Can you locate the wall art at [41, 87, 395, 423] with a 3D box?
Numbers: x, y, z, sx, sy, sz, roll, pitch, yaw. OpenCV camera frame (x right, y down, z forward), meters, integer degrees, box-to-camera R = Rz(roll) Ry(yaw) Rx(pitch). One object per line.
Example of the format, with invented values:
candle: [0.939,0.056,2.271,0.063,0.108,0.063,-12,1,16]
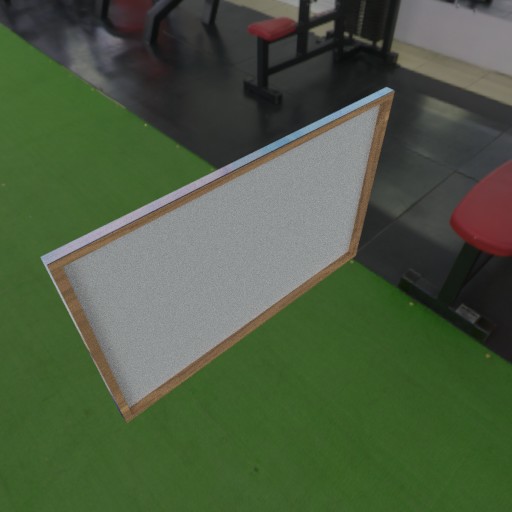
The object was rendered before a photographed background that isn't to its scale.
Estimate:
wall art: [0.000,0.000,1.425,1.137,0.756,0.034,-32,54,-27]
